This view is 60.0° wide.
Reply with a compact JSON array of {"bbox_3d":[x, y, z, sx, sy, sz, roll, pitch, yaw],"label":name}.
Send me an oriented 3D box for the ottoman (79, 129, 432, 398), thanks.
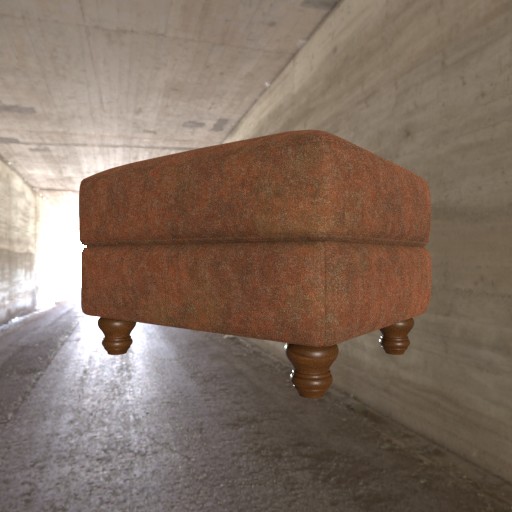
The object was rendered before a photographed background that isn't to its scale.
[{"bbox_3d":[0.000,0.000,1.160,0.787,0.508,0.635,0,0,37],"label":"ottoman"}]
